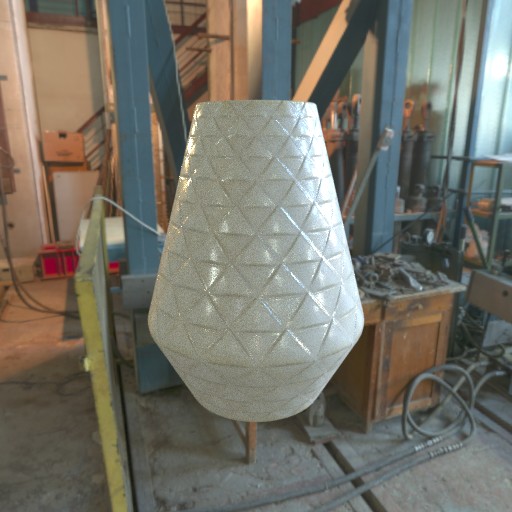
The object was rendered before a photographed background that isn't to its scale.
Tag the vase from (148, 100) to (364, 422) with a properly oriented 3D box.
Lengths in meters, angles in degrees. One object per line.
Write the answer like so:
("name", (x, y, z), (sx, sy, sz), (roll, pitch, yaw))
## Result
("vase", (0.000, 0.000, 0.355), (0.175, 0.230, 0.175), (0, 15, 0))
